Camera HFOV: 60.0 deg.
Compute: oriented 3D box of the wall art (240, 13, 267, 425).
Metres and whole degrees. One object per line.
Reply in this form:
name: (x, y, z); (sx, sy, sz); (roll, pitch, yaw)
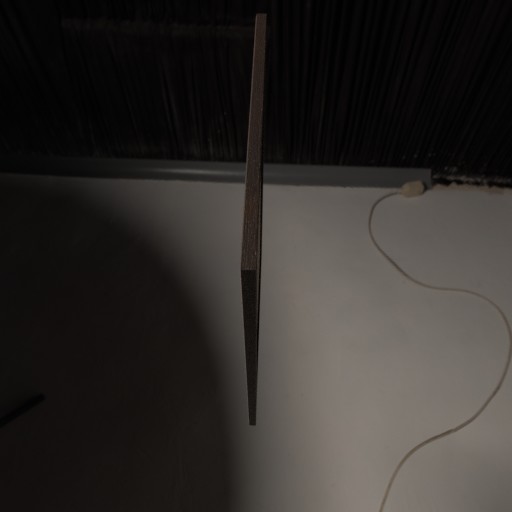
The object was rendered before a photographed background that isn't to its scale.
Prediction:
wall art: (0.000, 0.000, 0.642); (0.013, 0.508, 0.359); (2, 57, 1)
